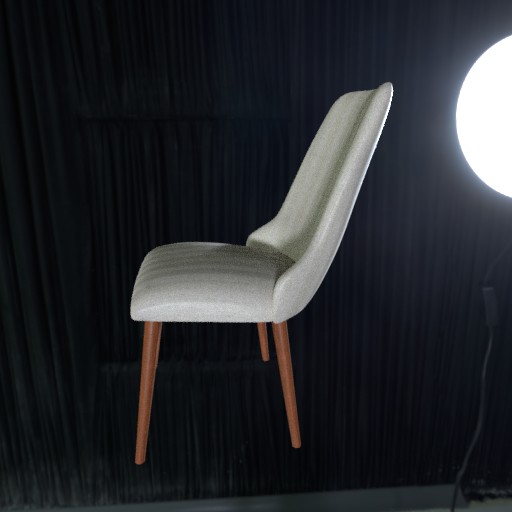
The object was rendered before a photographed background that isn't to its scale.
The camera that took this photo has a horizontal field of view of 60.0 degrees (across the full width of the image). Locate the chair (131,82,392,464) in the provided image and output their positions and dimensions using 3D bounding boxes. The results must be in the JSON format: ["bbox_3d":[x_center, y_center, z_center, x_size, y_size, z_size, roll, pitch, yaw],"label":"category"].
[{"bbox_3d":[0.000,0.000,1.270,0.684,0.917,0.526,-2,15,-8],"label":"chair"}]
